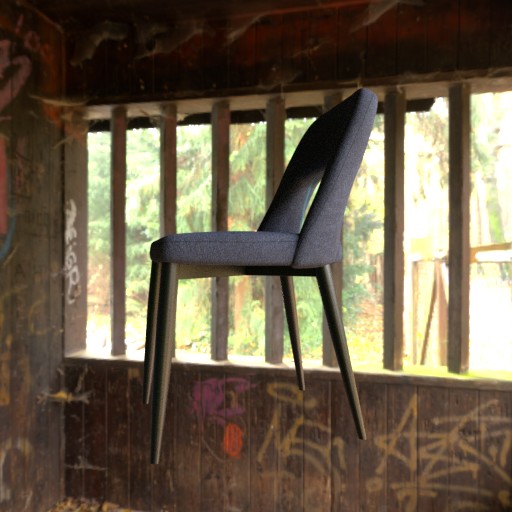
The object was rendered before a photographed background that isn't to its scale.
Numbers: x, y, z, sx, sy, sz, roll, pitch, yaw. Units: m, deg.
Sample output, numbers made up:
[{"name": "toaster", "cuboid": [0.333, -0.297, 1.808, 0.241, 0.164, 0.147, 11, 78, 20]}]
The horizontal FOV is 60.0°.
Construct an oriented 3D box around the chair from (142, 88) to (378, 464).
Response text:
[{"name": "chair", "cuboid": [0.000, 0.000, 1.263, 0.612, 0.931, 0.470, 0, 0, -17]}]
